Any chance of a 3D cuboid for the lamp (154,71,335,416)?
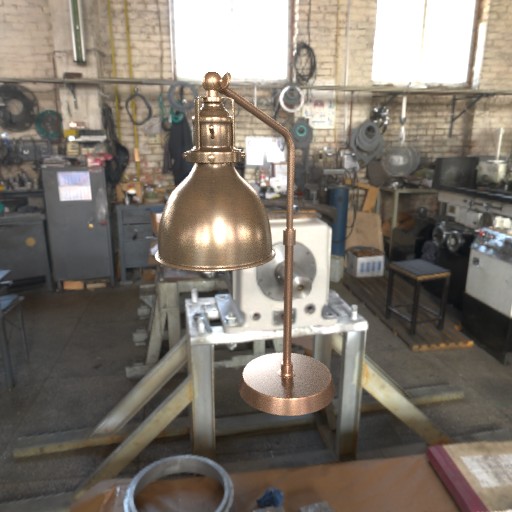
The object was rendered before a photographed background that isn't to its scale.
[{"bbox_3d":[0.000,0.000,0.602,0.286,0.456,0.153,-14,20,-41],"label":"lamp"}]
